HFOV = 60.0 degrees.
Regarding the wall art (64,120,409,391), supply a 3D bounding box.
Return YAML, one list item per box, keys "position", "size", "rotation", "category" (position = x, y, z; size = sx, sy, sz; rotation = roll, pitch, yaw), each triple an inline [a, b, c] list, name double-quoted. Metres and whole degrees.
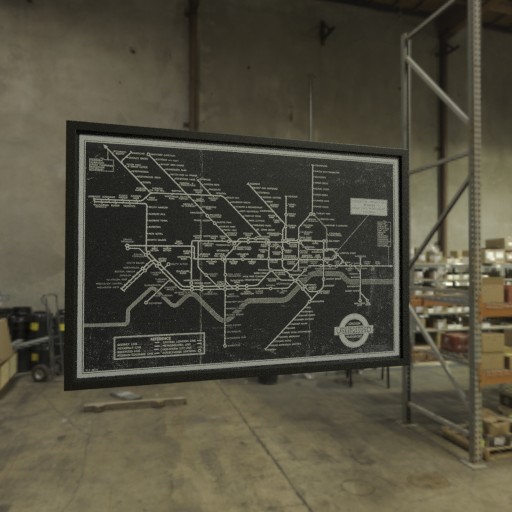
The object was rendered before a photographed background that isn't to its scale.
- position: [0.000, 0.000, 1.497]
  size: [1.192, 0.811, 0.013]
  rotation: [0, -1, -17]
  category: "wall art"
